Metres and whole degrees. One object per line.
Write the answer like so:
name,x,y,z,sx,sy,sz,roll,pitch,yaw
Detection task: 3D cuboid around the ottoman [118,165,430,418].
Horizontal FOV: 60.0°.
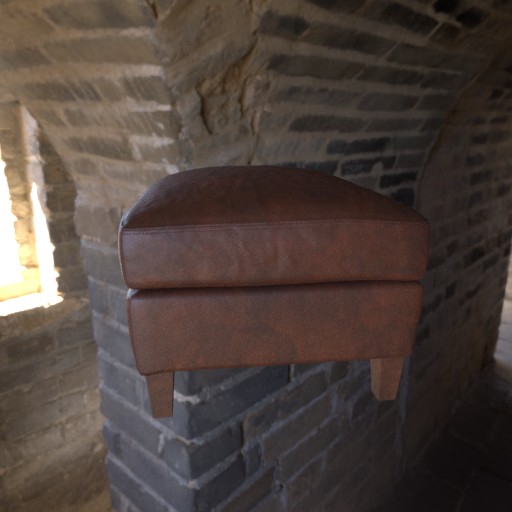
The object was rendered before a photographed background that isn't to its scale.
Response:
ottoman,0.000,0.000,1.322,0.659,0.527,0.887,-2,15,-7
